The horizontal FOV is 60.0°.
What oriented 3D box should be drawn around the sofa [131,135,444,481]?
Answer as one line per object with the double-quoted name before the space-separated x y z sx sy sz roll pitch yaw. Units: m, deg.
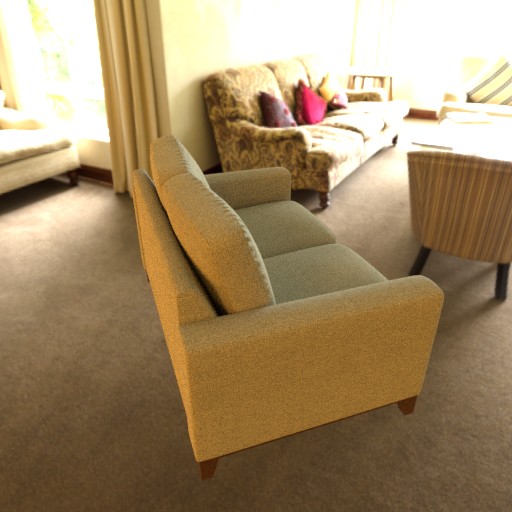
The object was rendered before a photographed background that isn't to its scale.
"sofa" 0.000 0.000 2.004 0.917 0.873 1.420 -10 31 -17
